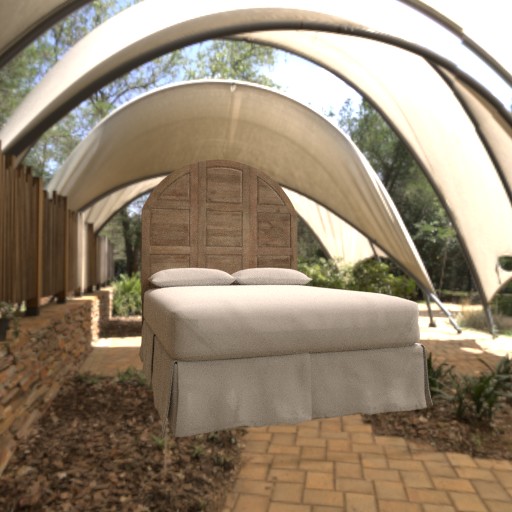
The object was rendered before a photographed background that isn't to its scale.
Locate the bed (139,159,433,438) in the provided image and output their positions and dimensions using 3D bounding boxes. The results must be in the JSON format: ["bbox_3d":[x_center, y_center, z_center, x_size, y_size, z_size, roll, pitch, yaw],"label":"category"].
[{"bbox_3d":[0.000,0.000,3.545,1.713,2.002,2.112,0,-1,-19],"label":"bed"}]
